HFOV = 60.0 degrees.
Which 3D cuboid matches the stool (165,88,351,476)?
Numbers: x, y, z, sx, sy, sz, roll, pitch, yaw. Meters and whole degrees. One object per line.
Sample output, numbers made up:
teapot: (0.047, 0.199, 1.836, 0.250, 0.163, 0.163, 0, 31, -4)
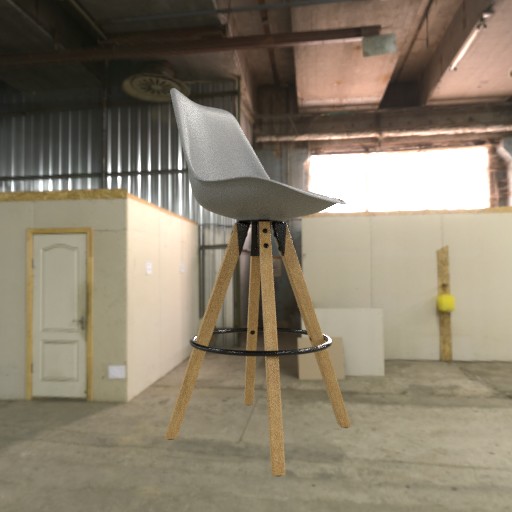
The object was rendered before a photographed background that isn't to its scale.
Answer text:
stool: (0.000, 0.000, 1.425, 0.550, 1.115, 0.485, -1, -1, 36)
